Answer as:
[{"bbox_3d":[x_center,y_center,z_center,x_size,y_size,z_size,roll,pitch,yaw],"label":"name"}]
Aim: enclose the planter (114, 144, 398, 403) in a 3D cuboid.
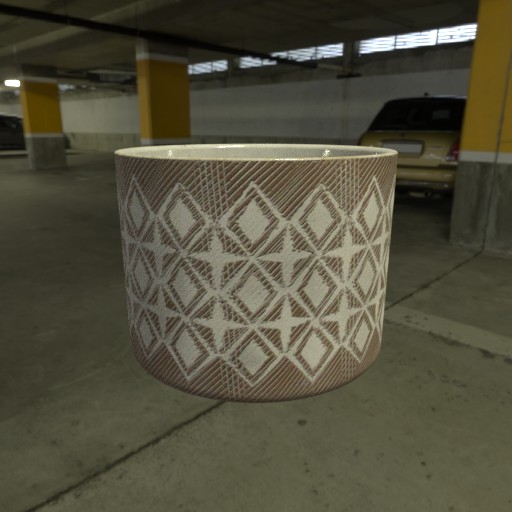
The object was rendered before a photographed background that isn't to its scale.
[{"bbox_3d":[0.000,0.000,0.221,0.126,0.104,0.126,0,16,0],"label":"planter"}]
